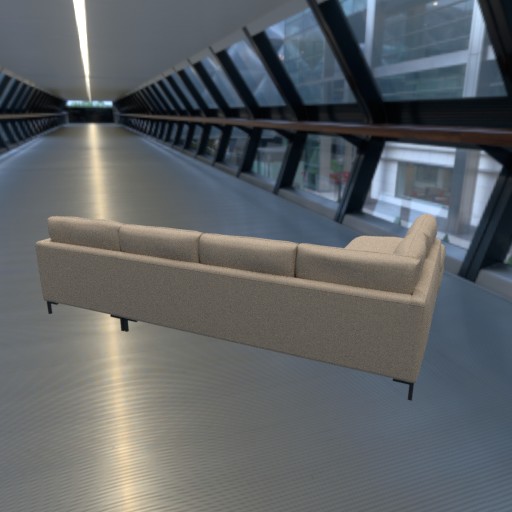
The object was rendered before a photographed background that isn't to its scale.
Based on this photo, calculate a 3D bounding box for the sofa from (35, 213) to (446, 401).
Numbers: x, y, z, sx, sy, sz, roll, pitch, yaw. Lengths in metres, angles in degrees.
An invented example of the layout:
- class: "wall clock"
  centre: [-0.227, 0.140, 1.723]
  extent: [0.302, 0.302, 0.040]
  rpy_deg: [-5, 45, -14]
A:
- class: "sofa"
  centre: [0.000, 0.000, 3.538]
  extent: [2.737, 0.756, 1.879]
  rpy_deg: [8, 18, 24]
